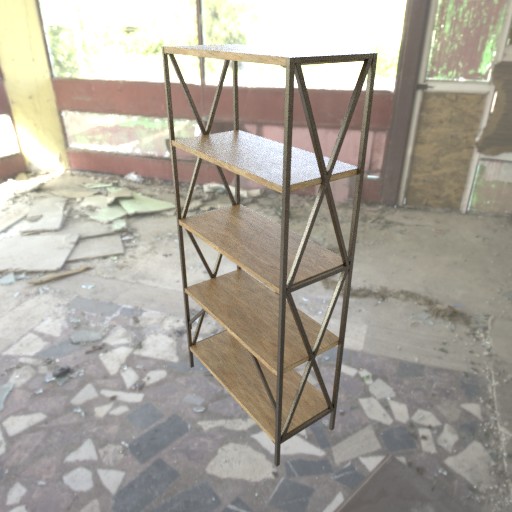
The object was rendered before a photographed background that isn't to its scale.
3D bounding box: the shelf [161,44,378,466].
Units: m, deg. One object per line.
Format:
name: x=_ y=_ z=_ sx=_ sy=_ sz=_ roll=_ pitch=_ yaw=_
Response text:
shelf: x=0.000 y=0.000 z=2.130 sx=0.386 sy=1.803 sz=0.874 roll=-19 pitch=33 yaw=-31
